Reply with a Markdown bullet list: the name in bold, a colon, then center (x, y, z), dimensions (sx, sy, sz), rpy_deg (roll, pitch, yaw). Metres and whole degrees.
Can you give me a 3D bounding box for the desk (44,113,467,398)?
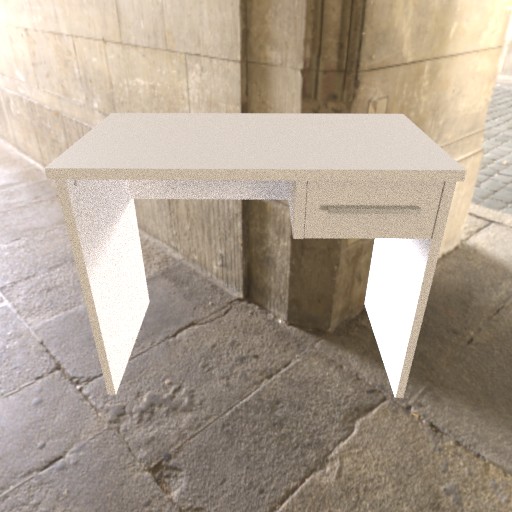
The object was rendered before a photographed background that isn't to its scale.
- **desk**: center (0.000, 0.000, 1.344), dimensions (0.900, 0.729, 0.498), rpy_deg (0, 31, 1)
